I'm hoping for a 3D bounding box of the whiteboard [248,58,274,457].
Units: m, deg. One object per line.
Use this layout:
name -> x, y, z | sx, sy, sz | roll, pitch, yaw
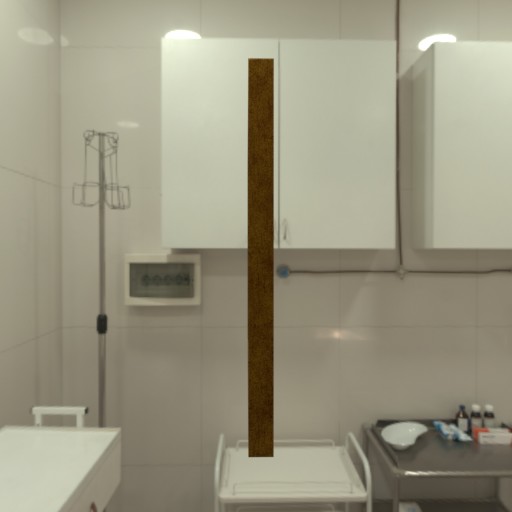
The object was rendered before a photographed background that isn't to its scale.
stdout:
whiteboard -> 0.000, 0.000, 0.788 | 0.029, 0.457, 0.561 | 0, 1, -1
